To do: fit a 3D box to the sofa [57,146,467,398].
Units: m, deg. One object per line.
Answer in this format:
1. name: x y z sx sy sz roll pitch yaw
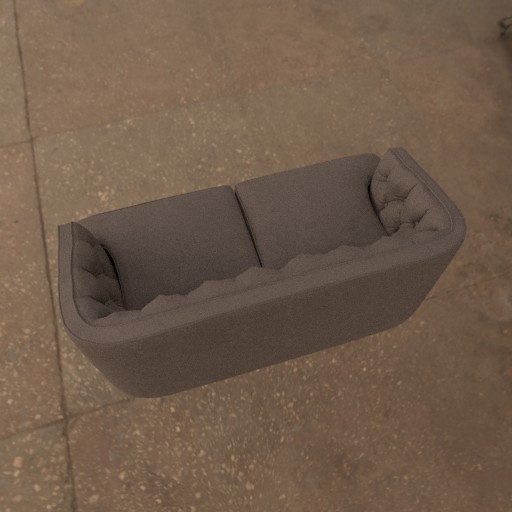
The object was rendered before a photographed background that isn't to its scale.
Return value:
1. sofa: 0.000 0.000 2.213 1.733 0.855 0.941 -14 59 -9
